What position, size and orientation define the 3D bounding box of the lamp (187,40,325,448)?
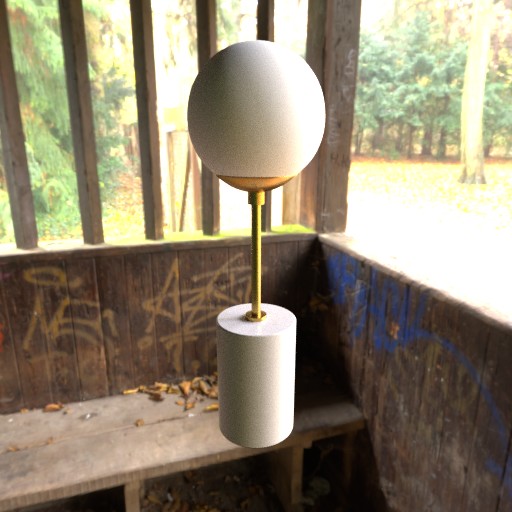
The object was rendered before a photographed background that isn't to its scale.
[{"bbox_3d":[0.000,0.000,0.543,0.153,0.480,0.153,0,16,0],"label":"lamp"}]
